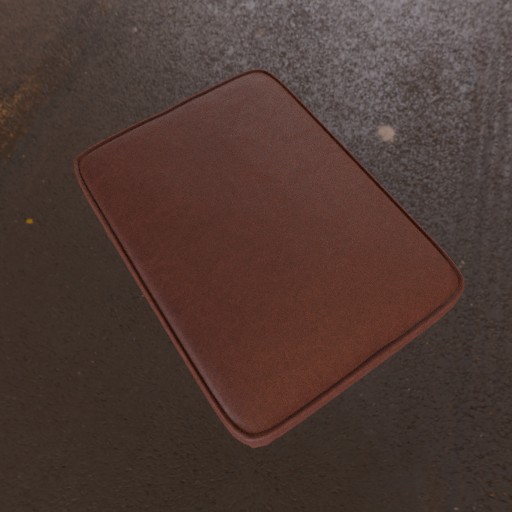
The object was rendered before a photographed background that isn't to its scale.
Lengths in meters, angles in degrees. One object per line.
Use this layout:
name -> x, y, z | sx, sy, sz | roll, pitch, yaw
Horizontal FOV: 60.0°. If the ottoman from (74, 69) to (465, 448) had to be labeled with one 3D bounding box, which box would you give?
ottoman -> 0.000, 0.000, 1.090 | 0.548, 0.449, 0.749 | -31, 68, -14
